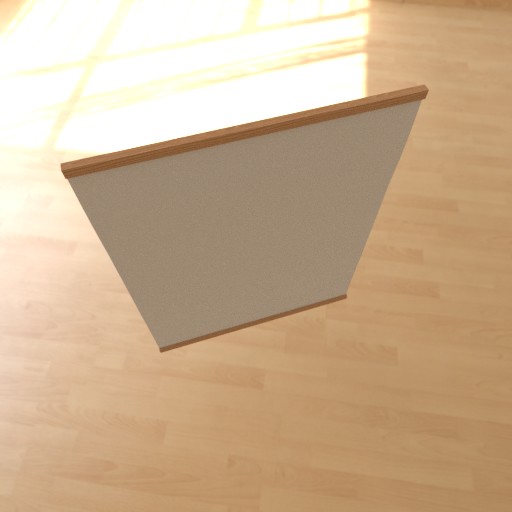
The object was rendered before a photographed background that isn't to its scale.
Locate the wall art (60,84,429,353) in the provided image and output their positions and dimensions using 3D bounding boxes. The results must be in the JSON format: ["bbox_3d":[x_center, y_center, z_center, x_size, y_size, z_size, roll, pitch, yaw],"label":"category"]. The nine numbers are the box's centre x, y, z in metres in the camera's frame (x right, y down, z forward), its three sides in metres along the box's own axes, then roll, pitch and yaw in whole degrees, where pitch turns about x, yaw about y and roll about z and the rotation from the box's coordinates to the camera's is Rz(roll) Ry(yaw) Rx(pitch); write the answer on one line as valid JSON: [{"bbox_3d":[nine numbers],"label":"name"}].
[{"bbox_3d":[0.000,0.000,0.790,0.458,0.605,0.011,-15,60,-9],"label":"wall art"}]
